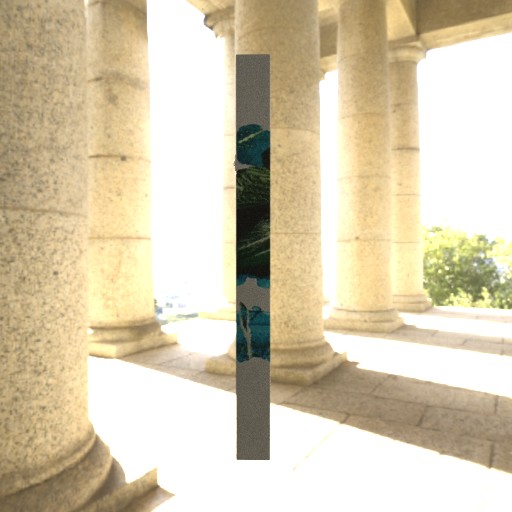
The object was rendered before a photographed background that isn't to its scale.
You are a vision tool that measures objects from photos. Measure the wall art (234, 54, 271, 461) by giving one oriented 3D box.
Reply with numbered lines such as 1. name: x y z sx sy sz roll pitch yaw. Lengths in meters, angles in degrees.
1. wall art: 0.000 0.000 0.727 0.041 0.435 0.507 0 1 1
